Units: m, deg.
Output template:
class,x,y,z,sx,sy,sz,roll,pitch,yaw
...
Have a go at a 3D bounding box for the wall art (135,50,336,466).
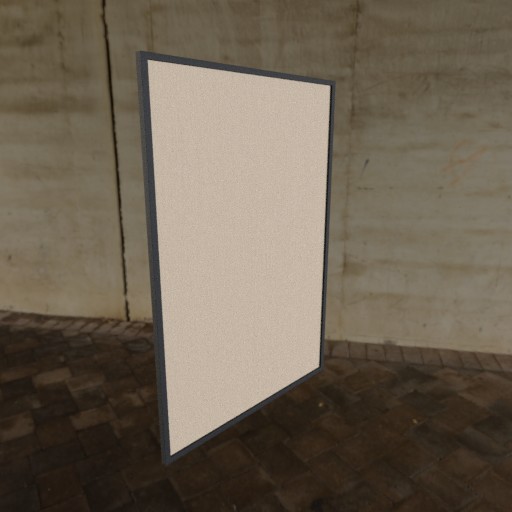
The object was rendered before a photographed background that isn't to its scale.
class,x,y,z,sx,sy,sz,roll,pitch,yaw
wall art,0.000,0.000,0.839,0.013,0.657,0.457,14,20,42
